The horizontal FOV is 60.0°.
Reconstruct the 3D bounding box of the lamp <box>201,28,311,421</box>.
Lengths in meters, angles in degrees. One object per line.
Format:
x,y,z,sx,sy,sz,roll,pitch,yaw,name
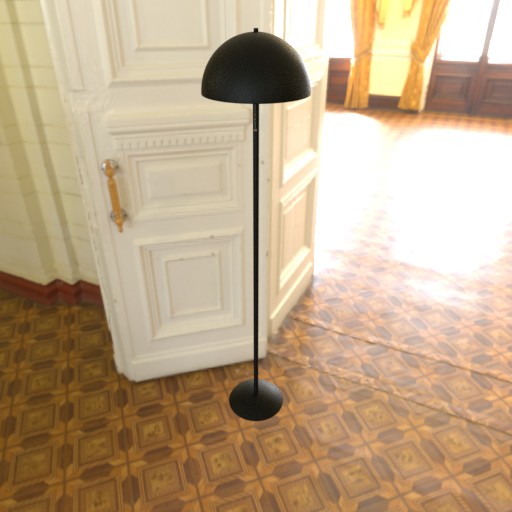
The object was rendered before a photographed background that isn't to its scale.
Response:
0.000,0.000,1.616,0.328,1.480,0.328,-10,31,-17,lamp
